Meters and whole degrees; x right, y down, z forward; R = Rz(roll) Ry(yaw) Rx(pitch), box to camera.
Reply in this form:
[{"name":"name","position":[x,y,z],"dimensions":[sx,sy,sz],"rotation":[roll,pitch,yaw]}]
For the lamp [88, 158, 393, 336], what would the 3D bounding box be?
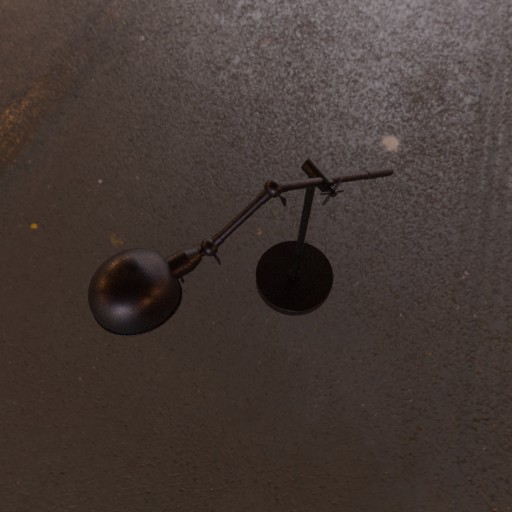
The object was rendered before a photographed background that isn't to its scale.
[{"name":"lamp","position":[0.000,0.000,0.833],"dimensions":[0.567,0.495,0.185],"rotation":[-30,67,-14]}]
